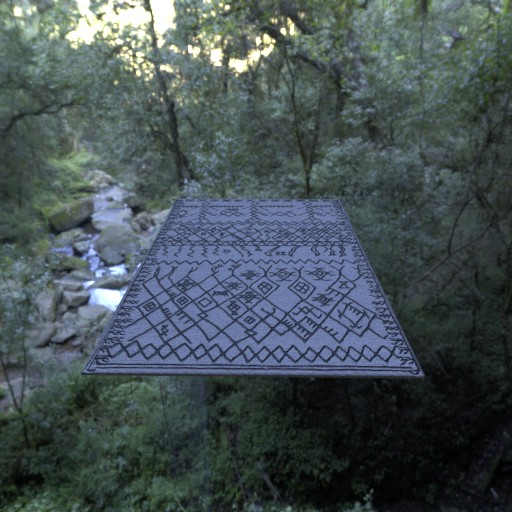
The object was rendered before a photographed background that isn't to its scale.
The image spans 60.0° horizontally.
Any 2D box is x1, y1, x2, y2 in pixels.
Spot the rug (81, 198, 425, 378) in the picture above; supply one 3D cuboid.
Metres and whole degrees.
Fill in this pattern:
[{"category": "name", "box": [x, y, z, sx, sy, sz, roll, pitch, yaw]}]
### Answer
[{"category": "rug", "box": [0.000, 0.000, 3.059, 1.526, 0.012, 2.444, 0, 26, 1]}]
